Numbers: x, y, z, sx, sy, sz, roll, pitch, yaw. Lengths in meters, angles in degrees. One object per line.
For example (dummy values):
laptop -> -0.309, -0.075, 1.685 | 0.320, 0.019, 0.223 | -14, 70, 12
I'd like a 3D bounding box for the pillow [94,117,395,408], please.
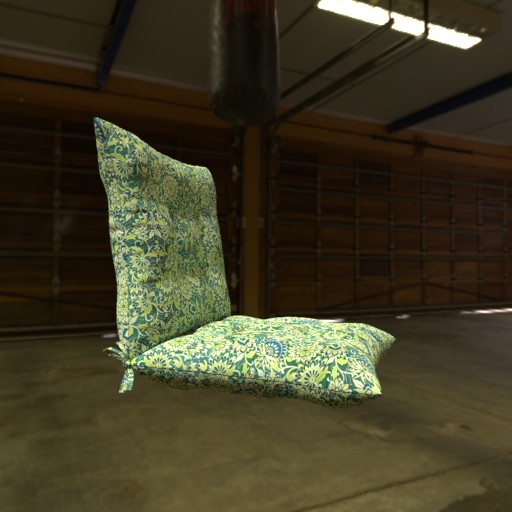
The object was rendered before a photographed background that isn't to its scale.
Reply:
pillow -> 0.000, 0.000, 1.004 | 0.585, 0.536, 0.541 | 0, -1, 19
